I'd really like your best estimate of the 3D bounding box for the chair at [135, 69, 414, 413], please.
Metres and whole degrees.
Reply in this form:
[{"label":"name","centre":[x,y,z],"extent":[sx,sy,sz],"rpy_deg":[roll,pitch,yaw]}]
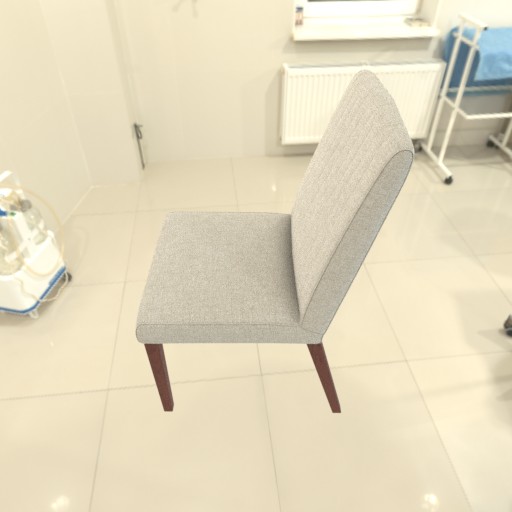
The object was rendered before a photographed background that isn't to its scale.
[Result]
[{"label":"chair","centre":[0.000,0.000,1.230],"extent":[0.594,0.900,0.480],"rpy_deg":[0,41,0]}]
